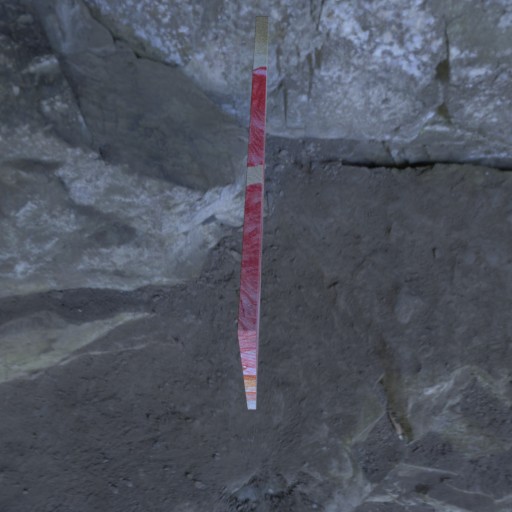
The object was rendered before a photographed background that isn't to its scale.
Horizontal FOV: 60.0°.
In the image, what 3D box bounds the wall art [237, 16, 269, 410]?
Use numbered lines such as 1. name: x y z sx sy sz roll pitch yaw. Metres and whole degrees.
1. wall art: 0.000 0.000 1.330 0.031 1.015 0.762 2 64 1
